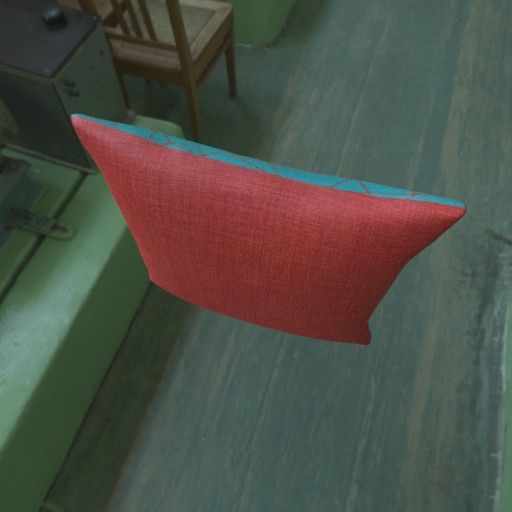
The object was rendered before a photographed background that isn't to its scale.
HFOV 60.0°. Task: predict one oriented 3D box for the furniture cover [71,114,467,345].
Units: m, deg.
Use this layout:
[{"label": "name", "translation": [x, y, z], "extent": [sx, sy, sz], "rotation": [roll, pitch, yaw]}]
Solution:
[{"label": "furniture cover", "translation": [0.000, 0.000, 0.772], "extent": [0.517, 0.508, 0.158], "rotation": [15, 63, 8]}]
